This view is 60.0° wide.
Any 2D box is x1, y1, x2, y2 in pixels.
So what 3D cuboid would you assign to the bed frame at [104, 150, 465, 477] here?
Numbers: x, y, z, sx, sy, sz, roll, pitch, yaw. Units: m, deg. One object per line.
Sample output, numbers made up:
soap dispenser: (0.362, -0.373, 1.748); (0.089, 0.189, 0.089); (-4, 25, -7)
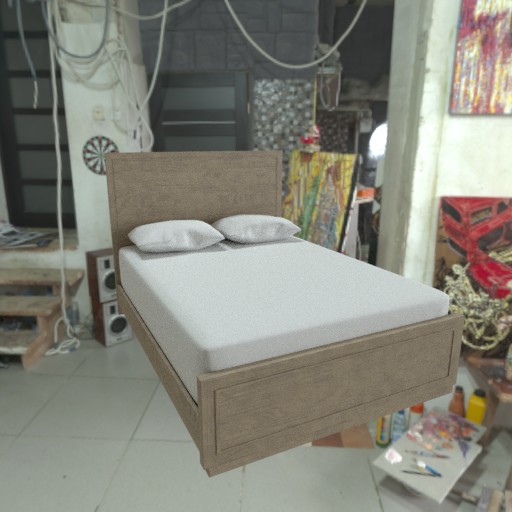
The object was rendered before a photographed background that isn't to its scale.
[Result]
bed frame: (0.000, 0.000, 3.104); (1.606, 1.369, 2.189); (-7, 17, -26)
